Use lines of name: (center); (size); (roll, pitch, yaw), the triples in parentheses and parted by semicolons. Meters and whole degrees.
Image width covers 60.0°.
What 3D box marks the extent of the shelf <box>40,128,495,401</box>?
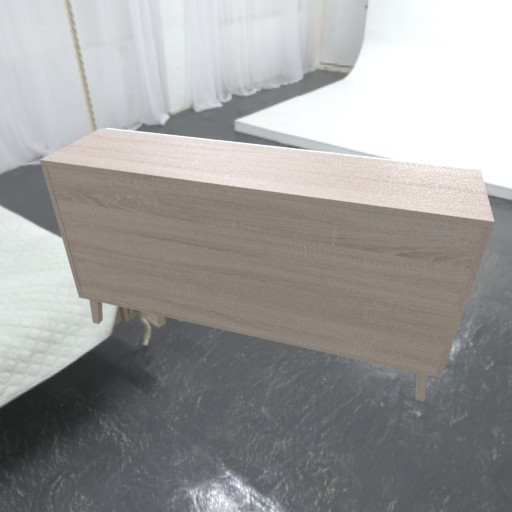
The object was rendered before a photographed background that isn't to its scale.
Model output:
shelf: (0.000, 0.000, 1.768); (1.490, 0.780, 0.400); (10, 35, 14)
